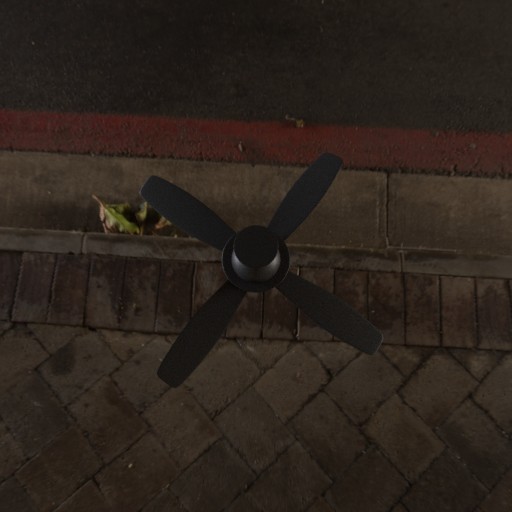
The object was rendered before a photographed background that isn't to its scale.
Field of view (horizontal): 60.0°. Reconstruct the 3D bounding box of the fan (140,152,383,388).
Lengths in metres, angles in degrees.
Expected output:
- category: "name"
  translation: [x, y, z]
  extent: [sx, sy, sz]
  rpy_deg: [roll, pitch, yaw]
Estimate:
- category: "fan"
  translation: [0.000, 0.000, 2.502]
  extent: [1.694, 0.382, 1.694]
  rpy_deg: [35, 77, 9]
